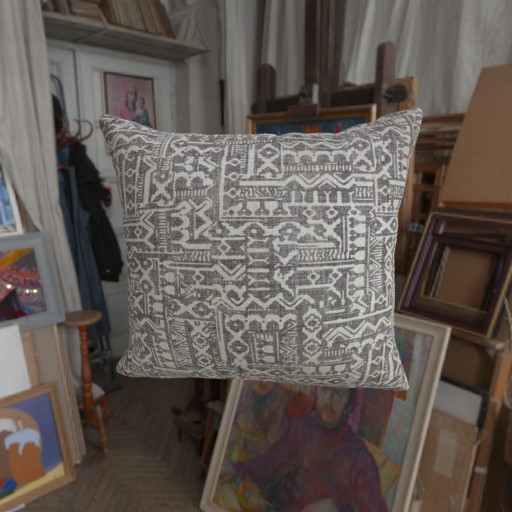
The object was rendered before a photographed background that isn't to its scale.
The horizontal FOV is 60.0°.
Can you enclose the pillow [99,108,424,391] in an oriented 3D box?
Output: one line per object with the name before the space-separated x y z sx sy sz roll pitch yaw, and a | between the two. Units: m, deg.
pillow | 0.000 0.000 0.776 0.546 0.487 0.180 2 12 8
